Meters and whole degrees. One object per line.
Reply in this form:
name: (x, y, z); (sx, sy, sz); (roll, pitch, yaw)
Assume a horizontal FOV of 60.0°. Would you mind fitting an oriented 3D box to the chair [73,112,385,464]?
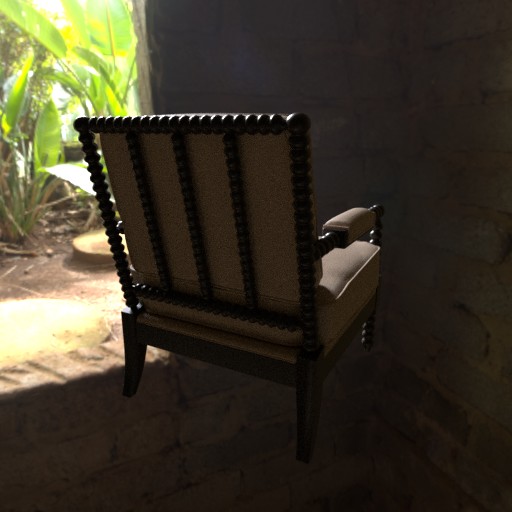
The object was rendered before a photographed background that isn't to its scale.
chair: (0.000, 0.000, 1.165); (0.555, 0.703, 0.657); (9, 18, 27)
